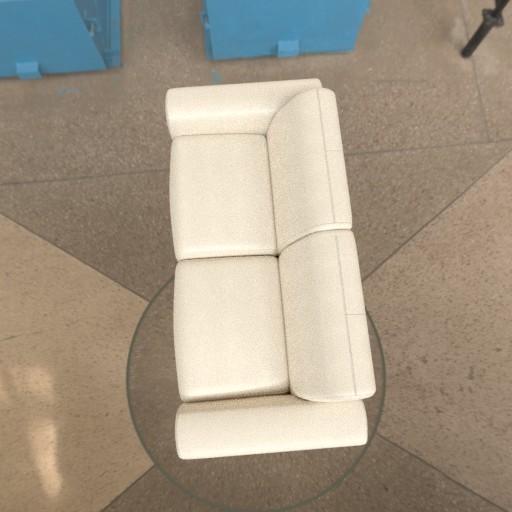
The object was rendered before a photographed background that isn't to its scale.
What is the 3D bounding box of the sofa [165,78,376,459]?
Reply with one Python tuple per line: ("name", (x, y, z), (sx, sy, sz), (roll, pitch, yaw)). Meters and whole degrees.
("sofa", (0.000, 0.000, 2.348), (0.900, 0.772, 1.901), (-4, 76, -1))
